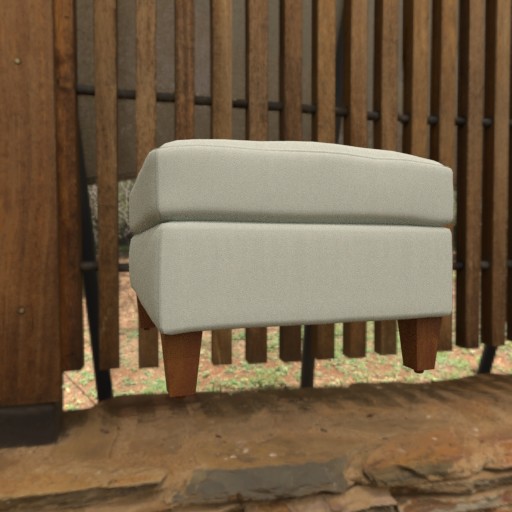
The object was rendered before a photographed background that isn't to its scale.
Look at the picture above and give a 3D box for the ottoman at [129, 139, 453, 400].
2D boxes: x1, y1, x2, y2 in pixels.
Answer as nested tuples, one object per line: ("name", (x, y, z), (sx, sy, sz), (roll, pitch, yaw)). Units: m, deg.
("ottoman", (0.000, 0.000, 1.202), (0.634, 0.496, 0.818), (0, 1, -19))
